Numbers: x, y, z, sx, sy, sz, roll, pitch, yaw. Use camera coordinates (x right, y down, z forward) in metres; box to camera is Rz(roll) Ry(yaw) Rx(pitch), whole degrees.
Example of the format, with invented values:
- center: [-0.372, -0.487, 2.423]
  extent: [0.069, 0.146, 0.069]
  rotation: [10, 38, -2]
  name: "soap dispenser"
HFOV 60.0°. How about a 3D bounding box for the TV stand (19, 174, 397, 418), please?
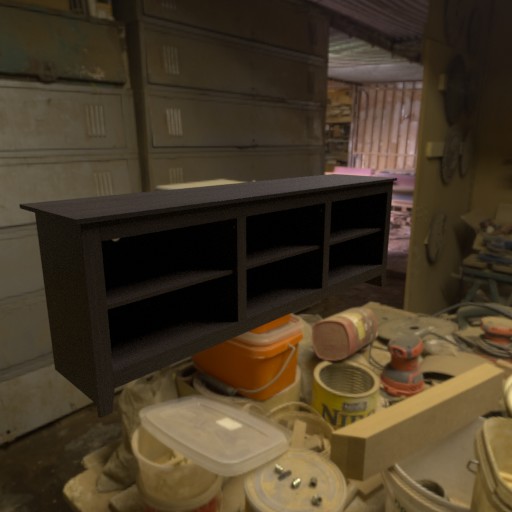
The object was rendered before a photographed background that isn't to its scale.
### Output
- center: [0.000, 0.000, 1.990]
  extent: [0.406, 0.610, 1.778]
  rotation: [14, 20, 42]
  name: "TV stand"
